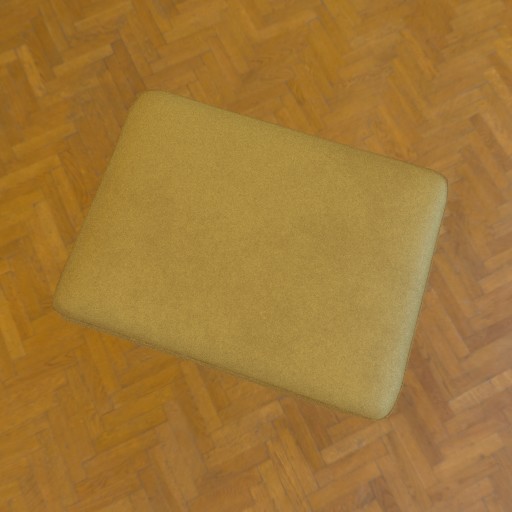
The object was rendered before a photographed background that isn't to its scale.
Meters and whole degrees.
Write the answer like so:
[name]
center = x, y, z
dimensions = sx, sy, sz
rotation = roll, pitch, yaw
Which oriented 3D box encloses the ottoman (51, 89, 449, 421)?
[ottoman]
center = 0.000, 0.000, 1.165
dimensions = 0.811, 0.449, 0.608
rotation = 18, 78, 4
